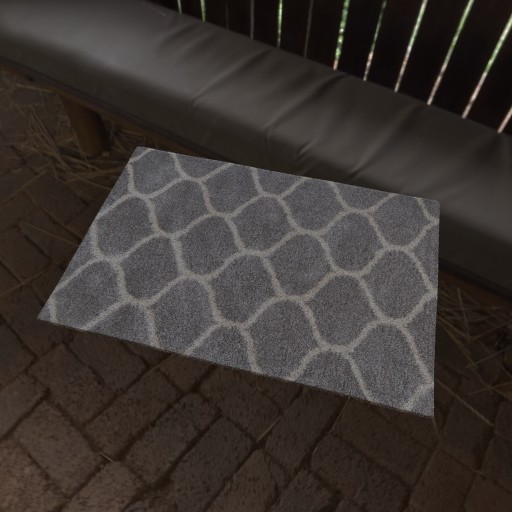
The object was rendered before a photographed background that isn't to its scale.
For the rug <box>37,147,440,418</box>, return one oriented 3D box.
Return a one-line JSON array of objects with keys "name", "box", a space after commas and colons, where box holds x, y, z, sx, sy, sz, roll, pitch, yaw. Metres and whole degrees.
[{"name": "rug", "box": [0.000, 0.000, 3.389, 2.701, 0.026, 1.801, 12, 57, 8]}]
